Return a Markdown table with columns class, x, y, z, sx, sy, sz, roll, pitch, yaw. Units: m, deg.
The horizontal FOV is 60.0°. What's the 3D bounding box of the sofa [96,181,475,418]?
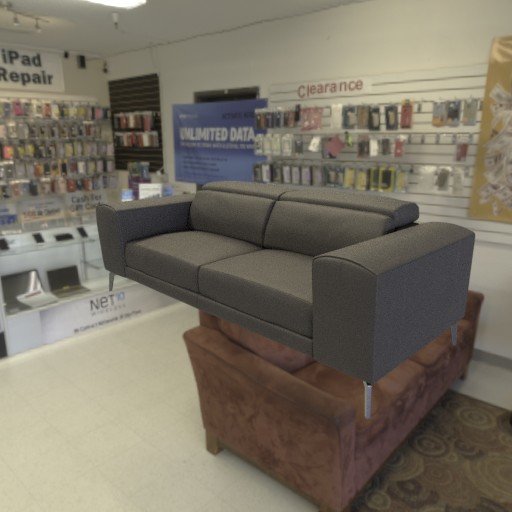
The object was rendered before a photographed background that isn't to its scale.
| class | x | y | z | sx | sy | sz | roll | pitch | yaw |
| --- | --- | --- | --- | --- | --- | --- | --- | --- | --- |
| sofa | 0.000 | 0.000 | 2.859 | 2.330 | 0.814 | 1.048 | 15 | 21 | 43 |
